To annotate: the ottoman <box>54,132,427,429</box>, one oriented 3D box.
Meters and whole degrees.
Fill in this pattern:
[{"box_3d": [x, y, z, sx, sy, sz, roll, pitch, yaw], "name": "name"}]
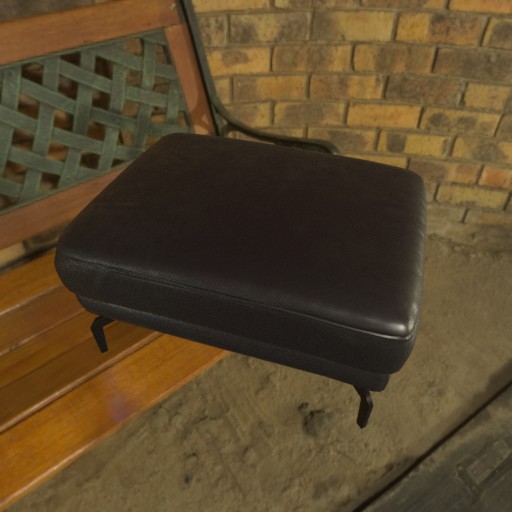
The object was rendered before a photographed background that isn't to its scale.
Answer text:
[{"box_3d": [0.000, 0.000, 1.116, 0.764, 0.402, 0.570, 12, 43, 13], "name": "ottoman"}]
